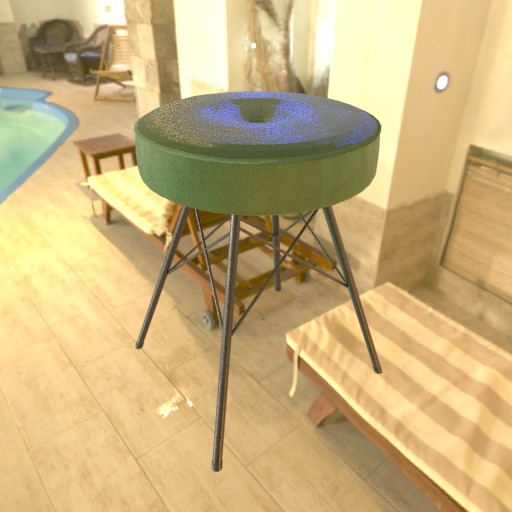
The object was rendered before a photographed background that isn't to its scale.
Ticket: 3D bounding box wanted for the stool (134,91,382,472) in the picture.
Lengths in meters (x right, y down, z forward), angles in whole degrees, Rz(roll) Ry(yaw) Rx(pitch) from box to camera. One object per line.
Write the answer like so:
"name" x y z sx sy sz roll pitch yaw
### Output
"stool" 0.000 0.000 0.925 0.457 0.595 0.430 -19 36 -29
